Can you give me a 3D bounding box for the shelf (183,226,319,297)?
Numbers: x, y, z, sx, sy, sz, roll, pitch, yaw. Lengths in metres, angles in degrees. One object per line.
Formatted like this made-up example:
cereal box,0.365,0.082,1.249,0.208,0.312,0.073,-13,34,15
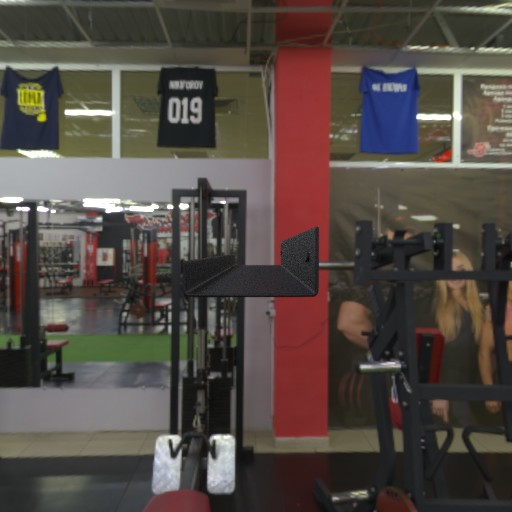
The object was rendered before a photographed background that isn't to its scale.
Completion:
shelf,0.000,0.000,0.631,0.102,0.053,0.605,0,1,1
